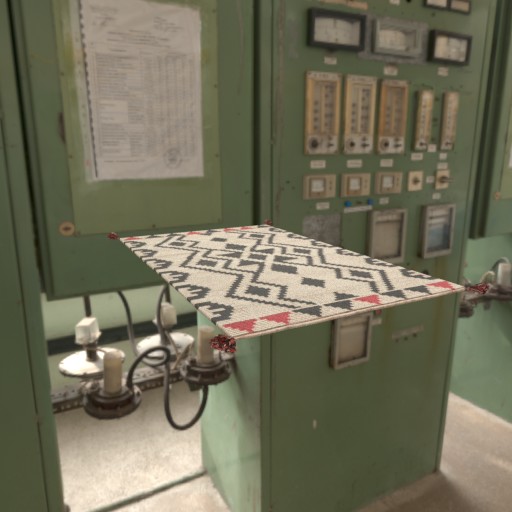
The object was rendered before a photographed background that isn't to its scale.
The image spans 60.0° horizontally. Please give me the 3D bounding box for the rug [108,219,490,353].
[{"bbox_3d":[0.000,0.000,3.311,1.741,0.066,2.672,-7,16,-27],"label":"rug"}]
